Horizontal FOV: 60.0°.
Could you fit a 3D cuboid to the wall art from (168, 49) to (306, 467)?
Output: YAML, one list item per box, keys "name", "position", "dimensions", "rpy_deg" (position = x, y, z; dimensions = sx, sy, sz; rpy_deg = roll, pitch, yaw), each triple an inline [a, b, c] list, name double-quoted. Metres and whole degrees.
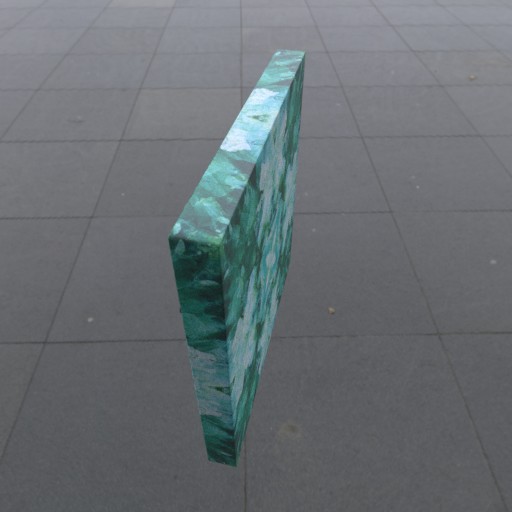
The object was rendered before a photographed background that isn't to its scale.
- name: "wall art"
  position: [0.000, 0.000, 0.466]
  dimensions: [0.033, 0.313, 0.313]
  rpy_deg: [9, 44, 10]
